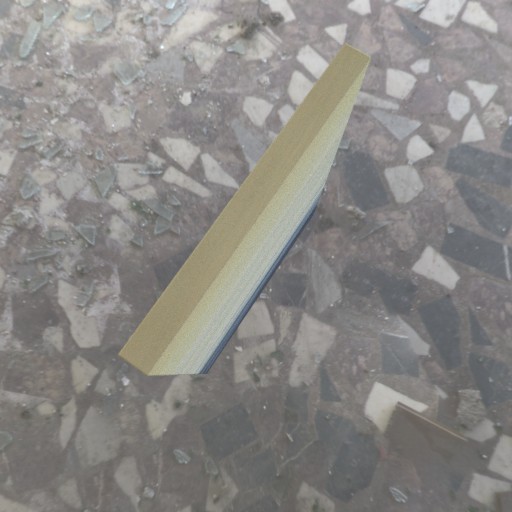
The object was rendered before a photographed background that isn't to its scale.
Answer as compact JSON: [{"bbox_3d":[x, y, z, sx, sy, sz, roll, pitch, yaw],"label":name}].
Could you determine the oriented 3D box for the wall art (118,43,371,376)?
[{"bbox_3d":[0.000,0.000,0.831,0.040,0.608,0.489,33,78,8],"label":"wall art"}]
